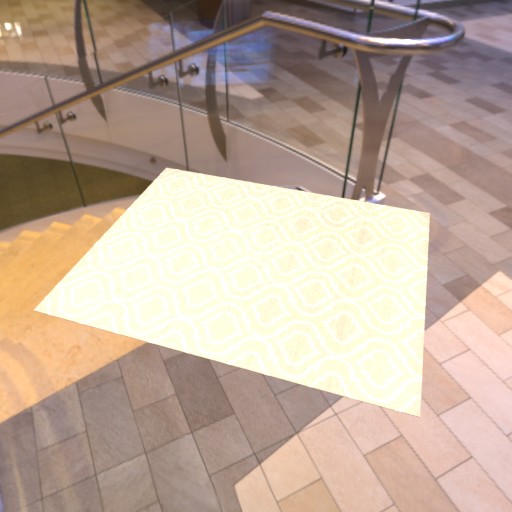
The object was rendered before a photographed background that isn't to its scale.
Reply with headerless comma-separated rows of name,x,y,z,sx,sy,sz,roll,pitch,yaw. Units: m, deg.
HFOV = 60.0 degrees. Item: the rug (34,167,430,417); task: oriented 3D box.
rug,0.000,0.000,3.922,2.892,0.006,2.283,12,43,13
